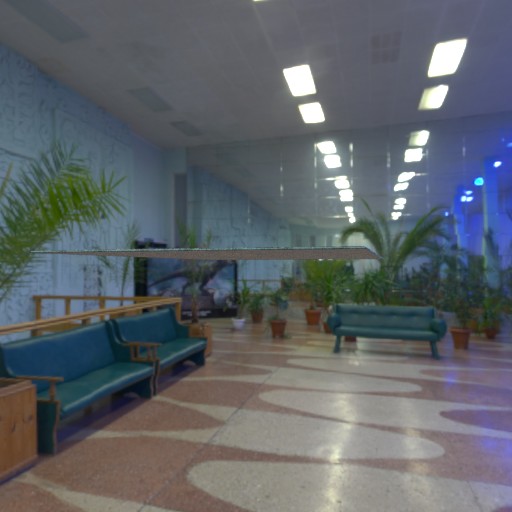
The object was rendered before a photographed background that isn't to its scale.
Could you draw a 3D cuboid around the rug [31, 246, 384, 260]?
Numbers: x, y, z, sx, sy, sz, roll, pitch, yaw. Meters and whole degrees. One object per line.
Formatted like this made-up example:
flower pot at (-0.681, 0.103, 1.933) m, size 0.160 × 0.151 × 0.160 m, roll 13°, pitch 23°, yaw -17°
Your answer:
rug at (0.000, 0.000, 2.938) m, size 1.567 × 0.014 × 2.207 m, roll 0°, pitch -2°, yaw 18°
